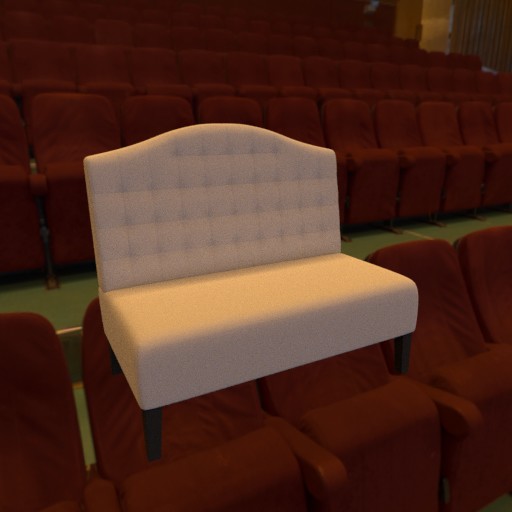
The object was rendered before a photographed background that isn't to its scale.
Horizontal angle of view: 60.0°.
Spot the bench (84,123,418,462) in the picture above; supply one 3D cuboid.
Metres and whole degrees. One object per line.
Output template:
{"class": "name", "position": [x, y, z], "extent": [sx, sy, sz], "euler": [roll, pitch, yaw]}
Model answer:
{"class": "bench", "position": [0.000, 0.000, 2.060], "extent": [1.335, 1.180, 0.815], "euler": [-9, 19, -27]}
